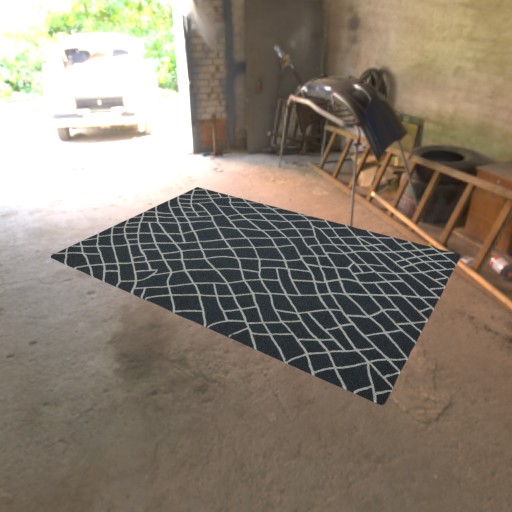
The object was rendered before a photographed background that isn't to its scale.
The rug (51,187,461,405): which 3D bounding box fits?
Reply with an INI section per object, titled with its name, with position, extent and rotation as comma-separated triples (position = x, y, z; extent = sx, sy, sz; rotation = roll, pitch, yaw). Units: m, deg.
[rug]
position = 0.000, 0.000, 2.363
extent = 1.830, 0.013, 1.223
rotation = 18, 34, 28
